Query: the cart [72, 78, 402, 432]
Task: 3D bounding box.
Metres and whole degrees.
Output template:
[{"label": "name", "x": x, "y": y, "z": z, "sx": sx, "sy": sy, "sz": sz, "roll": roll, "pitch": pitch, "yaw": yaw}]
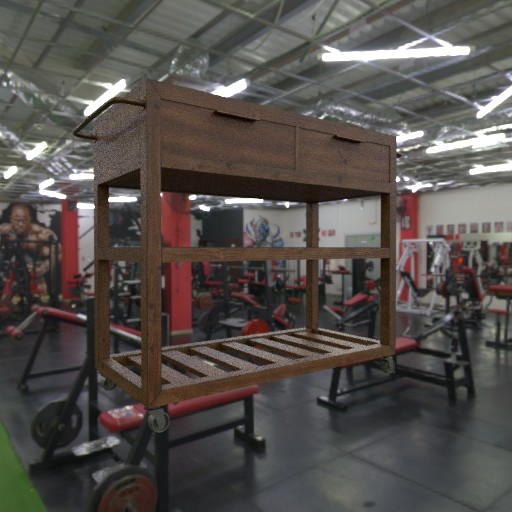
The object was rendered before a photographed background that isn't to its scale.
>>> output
[{"label": "cart", "x": 0.000, "y": 0.000, "z": 1.455, "sx": 1.065, "sy": 0.830, "sz": 0.445, "roll": -1, "pitch": 1, "yaw": -36}]
